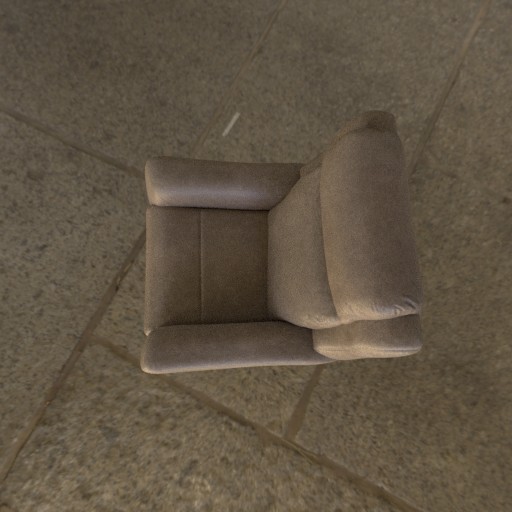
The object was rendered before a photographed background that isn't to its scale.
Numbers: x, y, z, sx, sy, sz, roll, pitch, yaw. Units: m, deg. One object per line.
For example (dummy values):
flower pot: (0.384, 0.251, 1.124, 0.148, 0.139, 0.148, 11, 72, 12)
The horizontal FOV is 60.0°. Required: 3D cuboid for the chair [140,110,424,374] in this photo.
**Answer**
chair: (0.000, 0.000, 1.942, 1.068, 1.116, 0.967, -2, 77, 0)
